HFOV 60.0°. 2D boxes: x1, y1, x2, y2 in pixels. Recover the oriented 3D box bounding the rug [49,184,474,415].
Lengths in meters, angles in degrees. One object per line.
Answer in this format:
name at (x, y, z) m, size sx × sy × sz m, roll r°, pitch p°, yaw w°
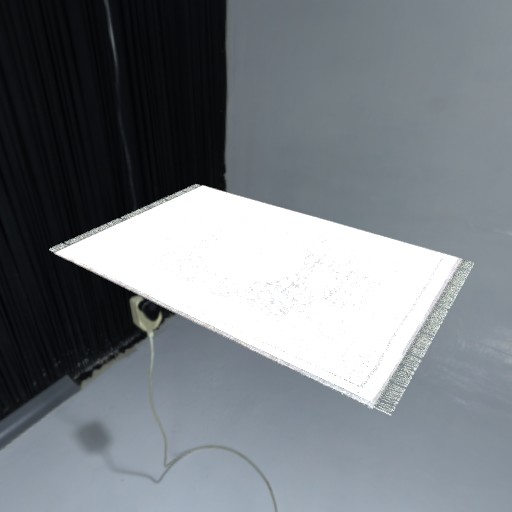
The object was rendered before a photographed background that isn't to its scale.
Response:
rug at (0.000, 0.000, 2.979) m, size 2.440 × 0.010 × 1.528 m, roll 20°, pitch 36°, yaw 30°
